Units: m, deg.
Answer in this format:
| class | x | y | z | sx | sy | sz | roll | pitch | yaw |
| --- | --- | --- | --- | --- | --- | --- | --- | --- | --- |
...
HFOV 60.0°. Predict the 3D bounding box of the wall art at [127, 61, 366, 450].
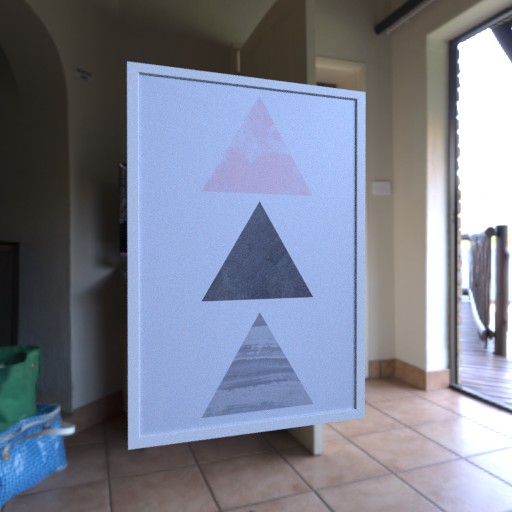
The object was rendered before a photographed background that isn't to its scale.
| class | x | y | z | sx | sy | sz | roll | pitch | yaw |
| --- | --- | --- | --- | --- | --- | --- | --- | --- | --- |
| wall art | 0.000 | 0.000 | 1.181 | 0.659 | 0.940 | 0.013 | 0 | 1 | -18 |
